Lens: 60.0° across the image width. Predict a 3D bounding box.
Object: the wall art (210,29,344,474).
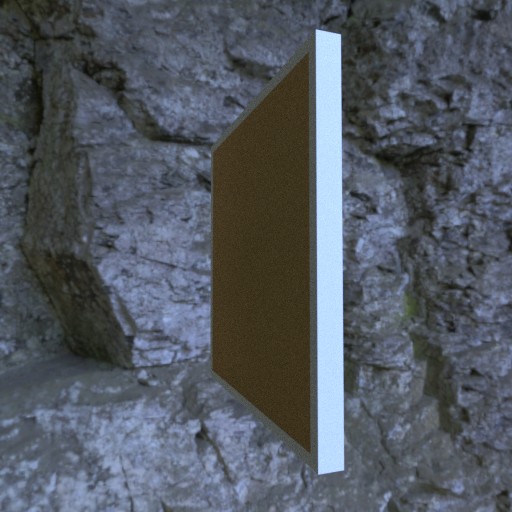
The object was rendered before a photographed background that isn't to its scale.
[{"bbox_3d":[0.000,0.000,0.453,0.020,0.307,0.307,1,-2,-20],"label":"wall art"}]
